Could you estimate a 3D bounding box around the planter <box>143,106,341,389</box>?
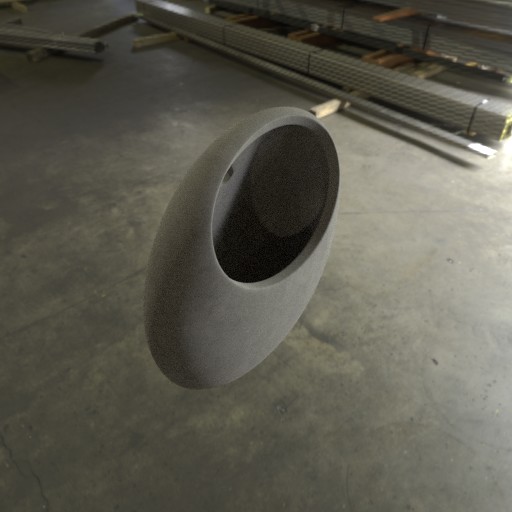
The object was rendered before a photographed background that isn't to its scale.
[{"bbox_3d":[0.000,0.000,0.289,0.071,0.188,0.185,25,46,26],"label":"planter"}]
